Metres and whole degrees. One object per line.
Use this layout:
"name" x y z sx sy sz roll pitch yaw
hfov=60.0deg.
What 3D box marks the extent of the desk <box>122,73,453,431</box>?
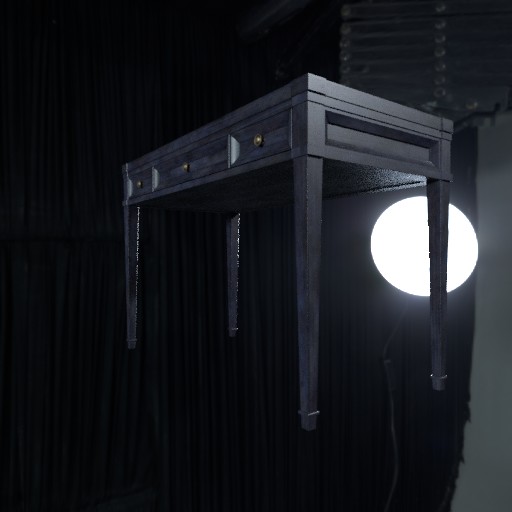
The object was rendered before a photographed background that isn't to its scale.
"desk" 0.000 0.000 1.755 0.630 0.861 1.289 0 -1 -36
